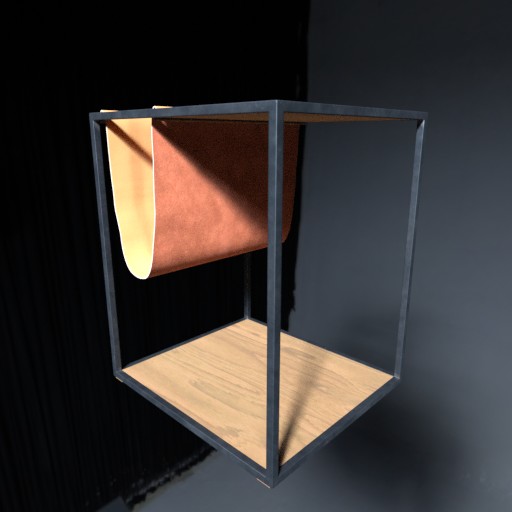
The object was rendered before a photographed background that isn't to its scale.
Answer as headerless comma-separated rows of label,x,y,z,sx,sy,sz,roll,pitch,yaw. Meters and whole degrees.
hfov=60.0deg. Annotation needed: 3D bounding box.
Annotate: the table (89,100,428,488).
table,0.000,0.000,0.854,0.450,0.536,0.399,14,21,42
